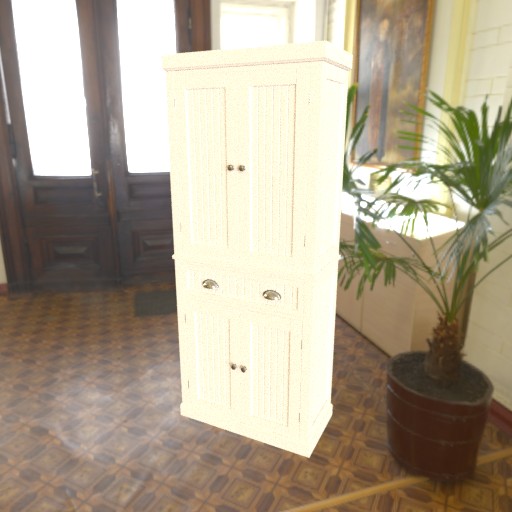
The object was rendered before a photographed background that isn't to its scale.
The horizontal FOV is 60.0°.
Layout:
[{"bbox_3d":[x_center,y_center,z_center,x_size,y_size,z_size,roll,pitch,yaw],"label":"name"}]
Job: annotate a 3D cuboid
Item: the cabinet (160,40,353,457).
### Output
[{"bbox_3d":[0.000,0.000,2.189,0.754,1.829,0.390,8,18,25],"label":"cabinet"}]
